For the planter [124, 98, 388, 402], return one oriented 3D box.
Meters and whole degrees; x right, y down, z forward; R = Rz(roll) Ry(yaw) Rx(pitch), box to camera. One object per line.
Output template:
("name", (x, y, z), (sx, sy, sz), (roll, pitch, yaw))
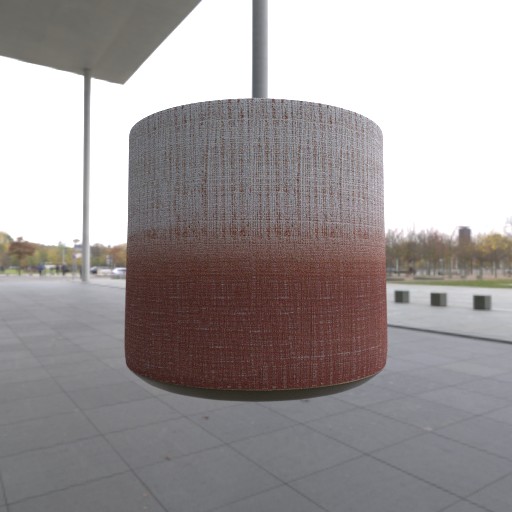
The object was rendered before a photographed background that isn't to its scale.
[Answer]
("planter", (0.000, 0.000, 0.390), (0.221, 0.201, 0.221), (0, -1, 0))
